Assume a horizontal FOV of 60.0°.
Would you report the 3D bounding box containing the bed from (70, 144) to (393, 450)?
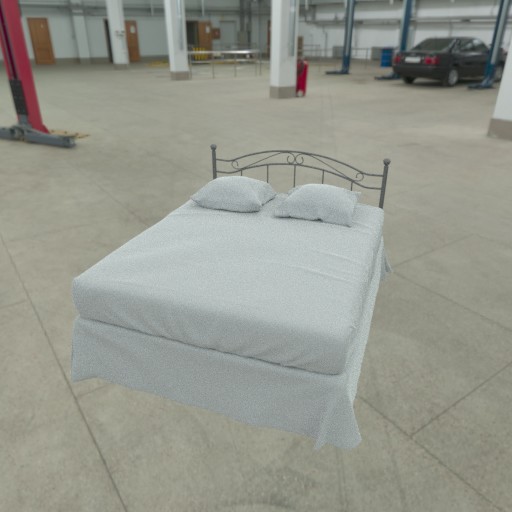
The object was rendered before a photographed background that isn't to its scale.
[{"bbox_3d":[0.000,0.000,3.271,1.936,1.080,2.215,9,28,17],"label":"bed"}]
